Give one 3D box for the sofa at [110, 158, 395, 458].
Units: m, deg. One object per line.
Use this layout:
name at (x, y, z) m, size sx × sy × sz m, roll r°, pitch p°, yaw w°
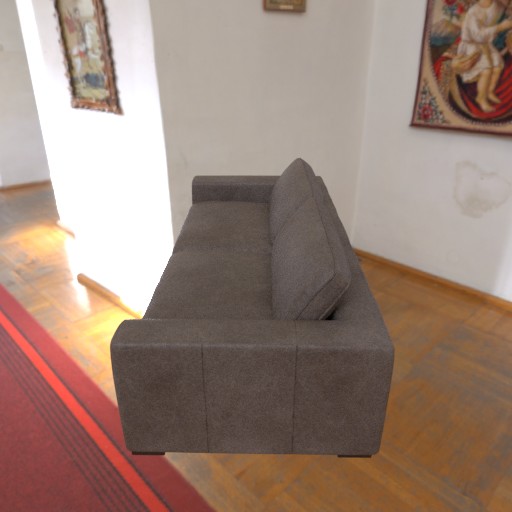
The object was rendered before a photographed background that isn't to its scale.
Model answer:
sofa at (0.000, 0.000, 2.667) m, size 1.070 × 0.801 × 2.262 m, roll 0°, pitch 26°, yaw 1°
